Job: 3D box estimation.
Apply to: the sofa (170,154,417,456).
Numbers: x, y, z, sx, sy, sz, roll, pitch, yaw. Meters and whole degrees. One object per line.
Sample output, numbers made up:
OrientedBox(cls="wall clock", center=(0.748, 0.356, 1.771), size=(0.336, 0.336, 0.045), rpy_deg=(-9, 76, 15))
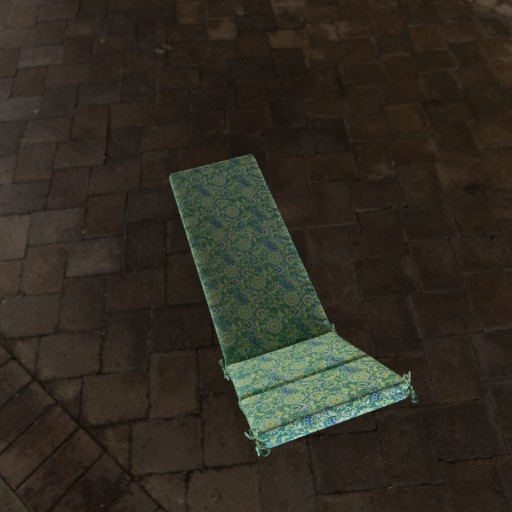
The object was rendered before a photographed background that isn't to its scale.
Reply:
OrientedBox(cls="sofa", center=(0.000, 0.000, 2.004), size=(0.582, 0.622, 1.663), rpy_deg=(-16, 60, -10))
